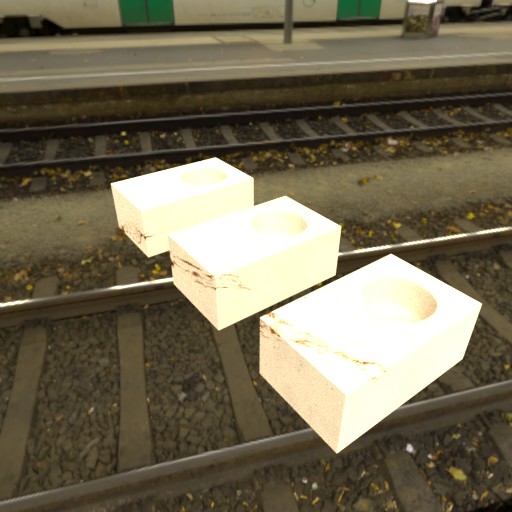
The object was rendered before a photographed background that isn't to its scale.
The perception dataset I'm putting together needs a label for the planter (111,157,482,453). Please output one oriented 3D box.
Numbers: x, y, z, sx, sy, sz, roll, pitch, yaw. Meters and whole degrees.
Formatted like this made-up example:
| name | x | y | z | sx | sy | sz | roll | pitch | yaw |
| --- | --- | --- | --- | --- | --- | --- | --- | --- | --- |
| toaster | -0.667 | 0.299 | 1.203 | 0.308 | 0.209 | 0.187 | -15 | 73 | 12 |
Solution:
| name | x | y | z | sx | sy | sz | roll | pitch | yaw |
| --- | --- | --- | --- | --- | --- | --- | --- | --- | --- |
| planter | 0.000 | 0.000 | 0.388 | 0.127 | 0.051 | 0.333 | -22 | 39 | -30 |
